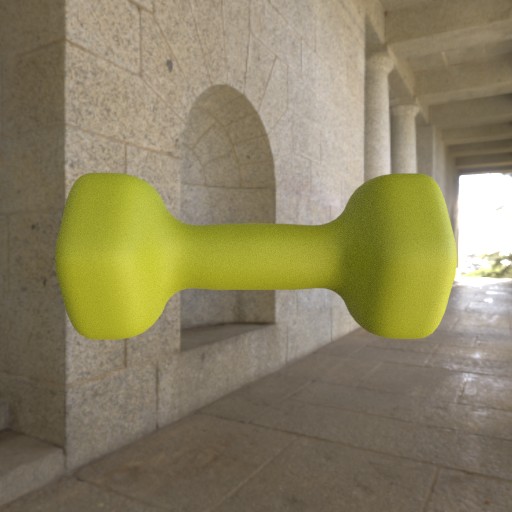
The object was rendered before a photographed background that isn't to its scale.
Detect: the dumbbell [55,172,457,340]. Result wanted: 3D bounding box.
[{"bbox_3d":[0.000,0.000,0.203,0.164,0.072,0.080,0,1,0],"label":"dumbbell"}]
